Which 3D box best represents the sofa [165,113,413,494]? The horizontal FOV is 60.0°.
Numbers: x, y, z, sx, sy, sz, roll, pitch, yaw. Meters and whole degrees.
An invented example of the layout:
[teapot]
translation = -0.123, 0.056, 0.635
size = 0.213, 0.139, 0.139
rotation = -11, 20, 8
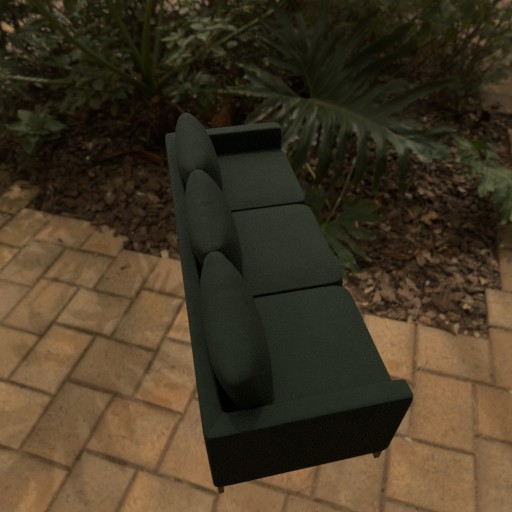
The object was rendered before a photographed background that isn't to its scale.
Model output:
[sofa]
translation = 0.000, 0.000, 2.590
size = 0.859, 0.870, 2.218
rotation = -9, 46, -8
